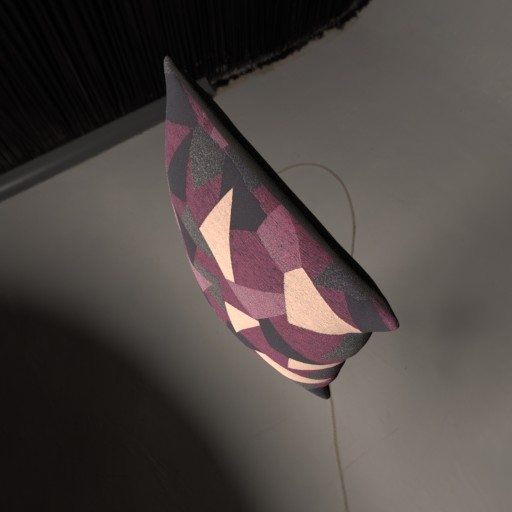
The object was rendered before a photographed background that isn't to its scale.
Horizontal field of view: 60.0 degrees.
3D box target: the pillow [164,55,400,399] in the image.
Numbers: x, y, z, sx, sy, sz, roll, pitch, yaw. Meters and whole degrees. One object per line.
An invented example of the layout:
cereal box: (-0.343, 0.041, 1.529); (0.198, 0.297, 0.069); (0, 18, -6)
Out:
pillow: (0.000, 0.000, 0.768); (0.208, 0.496, 0.503); (-32, 68, -15)
